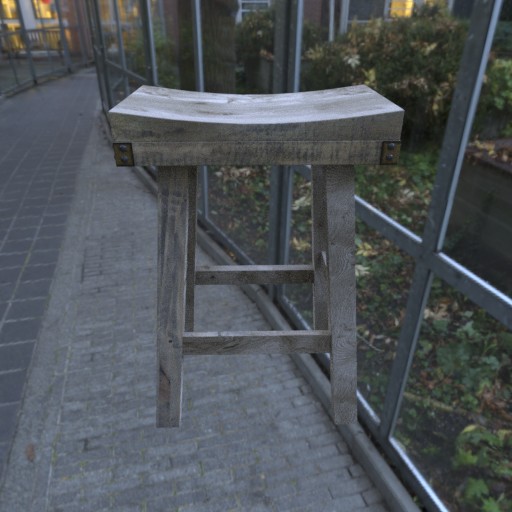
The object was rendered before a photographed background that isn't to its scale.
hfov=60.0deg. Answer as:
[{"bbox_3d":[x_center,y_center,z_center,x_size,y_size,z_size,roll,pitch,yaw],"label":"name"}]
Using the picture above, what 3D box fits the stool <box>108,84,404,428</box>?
[{"bbox_3d":[0.000,0.000,0.922,0.450,0.635,0.330,-1,29,-1],"label":"stool"}]
